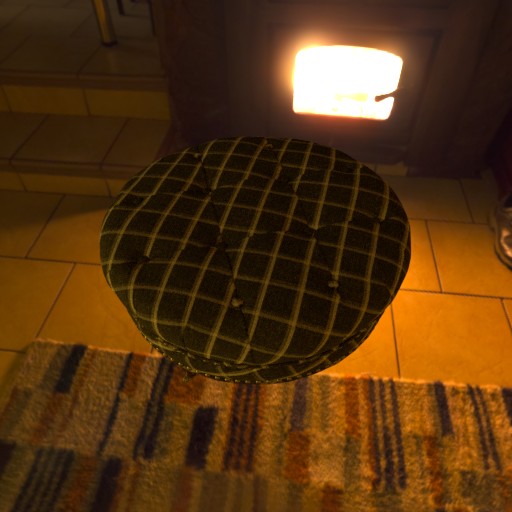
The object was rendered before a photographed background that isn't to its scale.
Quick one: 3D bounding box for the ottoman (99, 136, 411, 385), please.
[{"bbox_3d":[0.000,0.000,1.419,0.901,0.439,0.901,0,47,0],"label":"ottoman"}]
